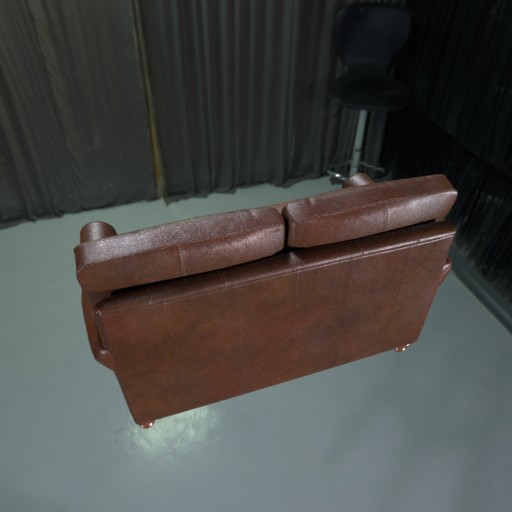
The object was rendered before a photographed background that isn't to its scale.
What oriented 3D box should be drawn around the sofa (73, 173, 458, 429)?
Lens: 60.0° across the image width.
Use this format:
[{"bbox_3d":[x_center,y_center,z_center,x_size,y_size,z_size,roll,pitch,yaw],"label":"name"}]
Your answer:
[{"bbox_3d":[0.000,0.000,2.185,1.616,0.976,0.990,-12,42,-14],"label":"sofa"}]
